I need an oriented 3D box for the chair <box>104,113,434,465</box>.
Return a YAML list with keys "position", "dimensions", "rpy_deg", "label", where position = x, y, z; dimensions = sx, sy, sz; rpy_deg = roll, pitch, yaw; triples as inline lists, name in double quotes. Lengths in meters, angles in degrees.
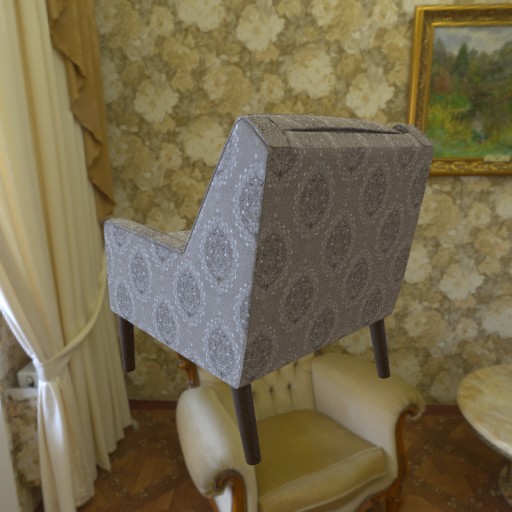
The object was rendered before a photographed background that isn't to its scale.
- position: [0.000, 0.000, 1.347]
  dimensions: [0.665, 0.797, 0.750]
  rpy_deg: [-13, 19, -42]
  label: "chair"
